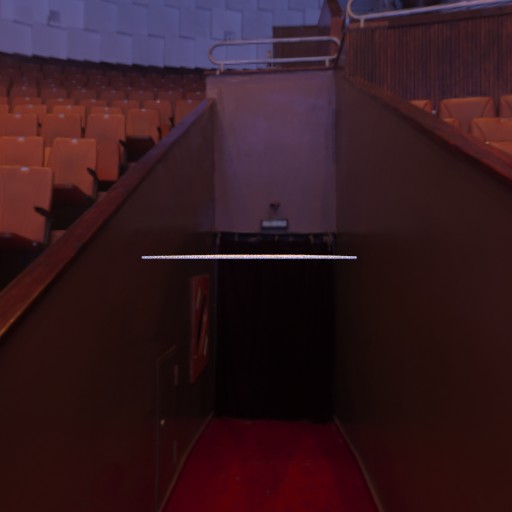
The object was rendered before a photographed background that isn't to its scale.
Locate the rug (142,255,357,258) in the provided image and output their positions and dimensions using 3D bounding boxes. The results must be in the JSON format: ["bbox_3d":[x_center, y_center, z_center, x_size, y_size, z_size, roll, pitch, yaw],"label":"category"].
[{"bbox_3d":[0.000,0.000,2.634,0.686,0.006,2.437,0,0,1],"label":"rug"}]
